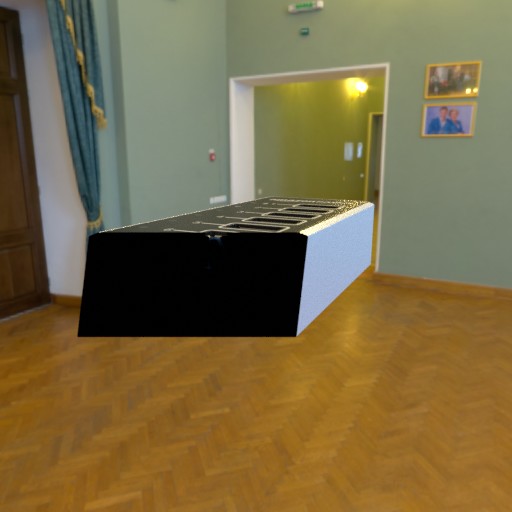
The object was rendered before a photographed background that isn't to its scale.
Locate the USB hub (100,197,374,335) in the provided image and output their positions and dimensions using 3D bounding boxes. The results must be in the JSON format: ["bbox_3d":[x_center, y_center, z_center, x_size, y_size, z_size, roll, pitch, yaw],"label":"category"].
[{"bbox_3d":[0.000,0.000,0.127,0.044,0.023,0.110,7,15,26],"label":"USB hub"}]
